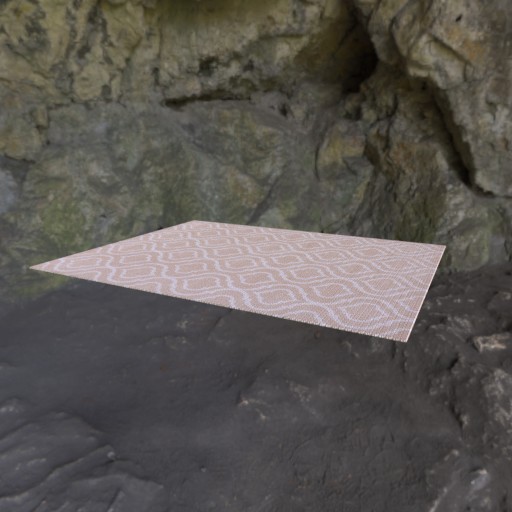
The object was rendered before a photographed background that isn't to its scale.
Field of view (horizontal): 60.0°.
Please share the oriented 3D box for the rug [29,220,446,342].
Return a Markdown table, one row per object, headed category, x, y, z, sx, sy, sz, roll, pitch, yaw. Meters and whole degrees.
| category | x | y | z | sx | sy | sz | roll | pitch | yaw |
| --- | --- | --- | --- | --- | --- | --- | --- | --- | --- |
| rug | 0.000 | 0.000 | 3.879 | 2.894 | 0.013 | 2.286 | 8 | 17 | 26 |
